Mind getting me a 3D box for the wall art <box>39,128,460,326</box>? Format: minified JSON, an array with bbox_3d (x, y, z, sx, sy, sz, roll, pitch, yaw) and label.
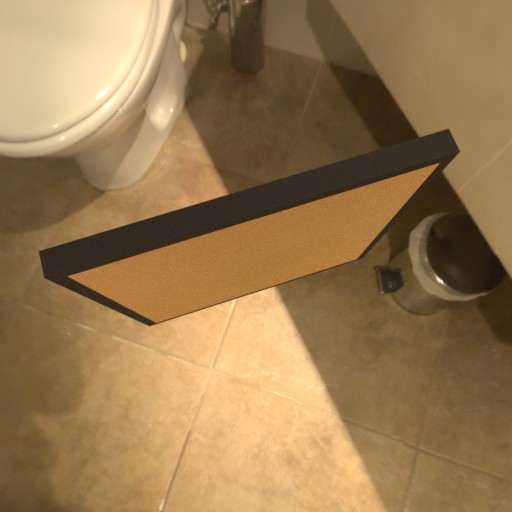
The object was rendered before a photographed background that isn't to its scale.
[{"bbox_3d":[0.000,0.000,0.764,0.508,0.507,0.033,-17,76,-5],"label":"wall art"}]
